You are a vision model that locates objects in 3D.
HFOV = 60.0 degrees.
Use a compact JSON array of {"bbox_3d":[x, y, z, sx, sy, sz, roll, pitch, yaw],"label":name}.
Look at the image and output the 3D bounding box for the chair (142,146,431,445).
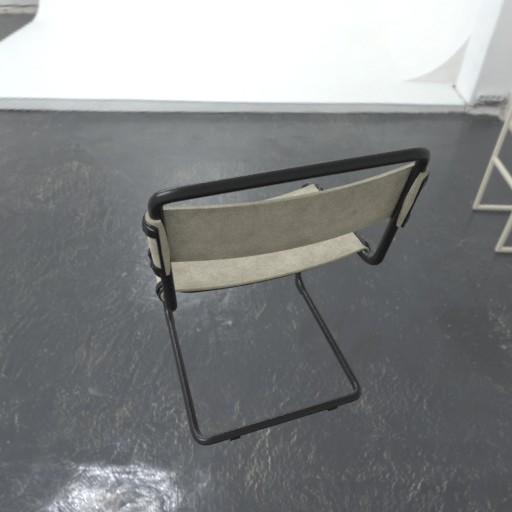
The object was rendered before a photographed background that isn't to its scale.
[{"bbox_3d":[0.000,0.000,1.076,0.499,0.747,0.497,-12,42,-13],"label":"chair"}]
